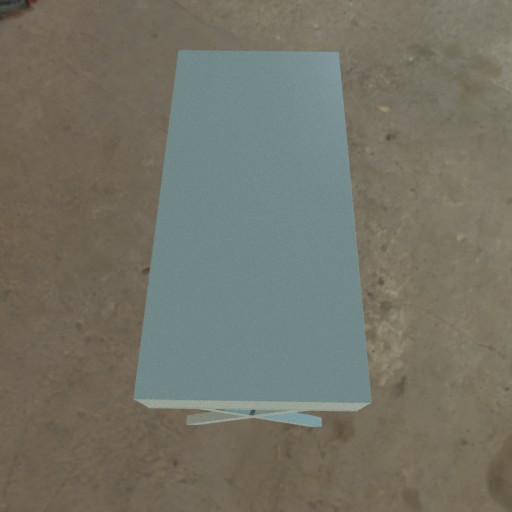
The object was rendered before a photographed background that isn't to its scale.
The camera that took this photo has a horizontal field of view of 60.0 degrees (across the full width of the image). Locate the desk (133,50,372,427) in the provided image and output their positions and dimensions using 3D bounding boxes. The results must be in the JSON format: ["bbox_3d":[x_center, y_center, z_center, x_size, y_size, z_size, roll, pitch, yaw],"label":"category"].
[{"bbox_3d":[0.000,0.000,1.518,0.509,0.780,1.059,1,64,0],"label":"desk"}]
